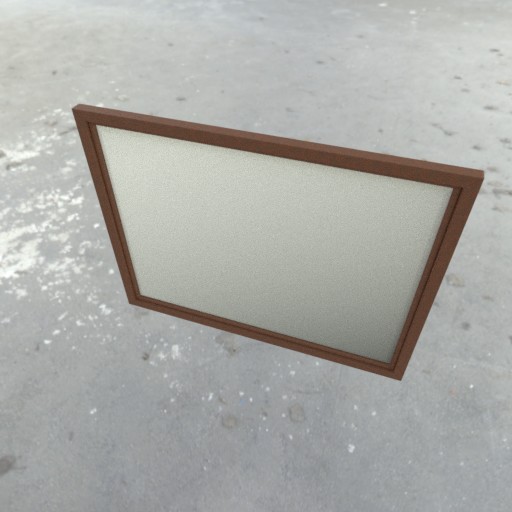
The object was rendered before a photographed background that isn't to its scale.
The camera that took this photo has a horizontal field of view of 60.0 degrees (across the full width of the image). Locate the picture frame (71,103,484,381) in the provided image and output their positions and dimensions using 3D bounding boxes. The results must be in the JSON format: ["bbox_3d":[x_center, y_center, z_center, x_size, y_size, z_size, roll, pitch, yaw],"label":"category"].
[{"bbox_3d":[0.000,0.000,1.724,1.329,1.018,0.045,13,44,14],"label":"picture frame"}]
